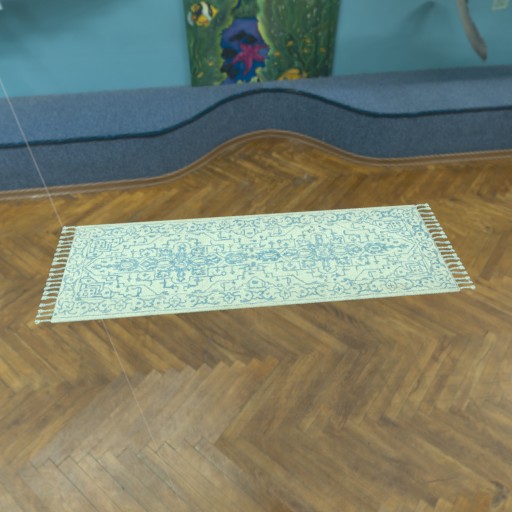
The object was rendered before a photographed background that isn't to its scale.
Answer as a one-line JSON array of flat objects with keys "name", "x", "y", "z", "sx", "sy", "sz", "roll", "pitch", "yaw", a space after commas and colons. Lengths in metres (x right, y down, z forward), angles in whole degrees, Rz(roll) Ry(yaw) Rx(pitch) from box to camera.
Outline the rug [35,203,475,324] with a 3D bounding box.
[{"name": "rug", "x": 0.000, "y": 0.000, "z": 2.699, "sx": 2.449, "sy": 0.011, "sz": 0.774, "roll": -4, "pitch": 46, "yaw": -4}]
